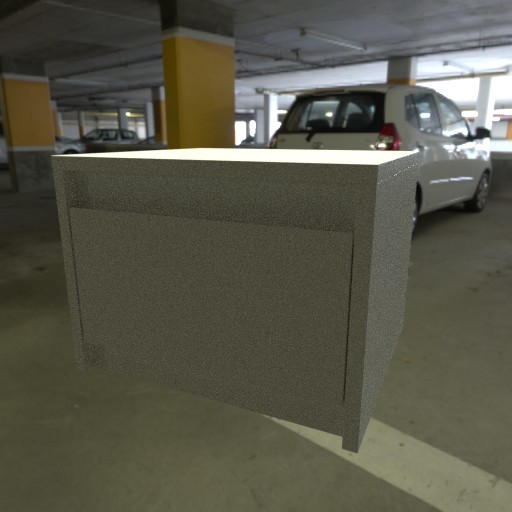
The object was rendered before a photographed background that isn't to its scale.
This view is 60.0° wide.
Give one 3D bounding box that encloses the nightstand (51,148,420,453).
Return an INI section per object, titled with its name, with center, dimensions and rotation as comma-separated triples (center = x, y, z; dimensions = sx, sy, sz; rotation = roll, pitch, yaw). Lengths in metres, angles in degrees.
[nightstand]
center = 0.000, 0.000, 0.776
dimensions = 0.470, 0.351, 0.408
rotation = 7, 17, 24
